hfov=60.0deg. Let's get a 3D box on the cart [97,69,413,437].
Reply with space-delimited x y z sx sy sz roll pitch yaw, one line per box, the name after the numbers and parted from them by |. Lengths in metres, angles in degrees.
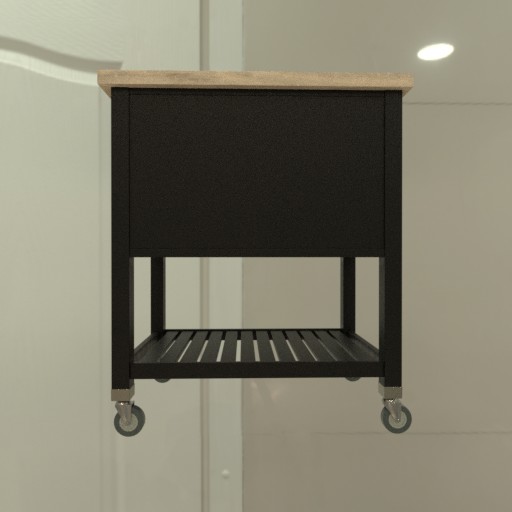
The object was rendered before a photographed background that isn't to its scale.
0.000 0.000 1.387 0.797 0.920 0.567 0 0 -2 | cart
